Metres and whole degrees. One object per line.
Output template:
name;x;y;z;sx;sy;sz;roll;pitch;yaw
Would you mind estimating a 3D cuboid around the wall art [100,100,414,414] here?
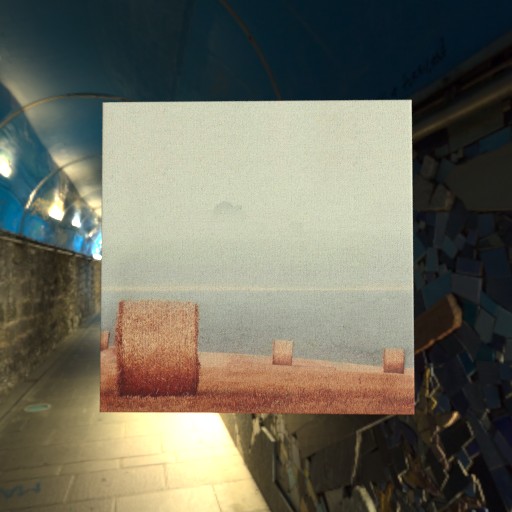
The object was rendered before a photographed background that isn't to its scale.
wall art;0.000;0.000;0.874;0.605;0.605;0.034;0;-2;1
